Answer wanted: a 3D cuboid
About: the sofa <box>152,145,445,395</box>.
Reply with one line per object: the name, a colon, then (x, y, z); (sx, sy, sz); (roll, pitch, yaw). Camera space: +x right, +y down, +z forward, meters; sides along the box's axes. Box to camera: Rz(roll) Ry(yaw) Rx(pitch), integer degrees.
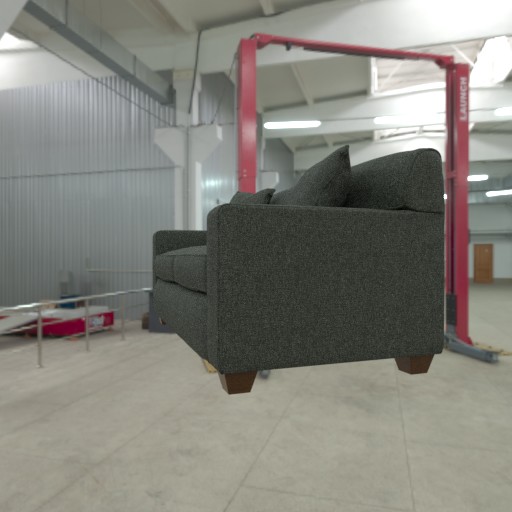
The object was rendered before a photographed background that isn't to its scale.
sofa: (0.000, 0.000, 2.482); (0.998, 0.958, 1.846); (0, 0, -20)
